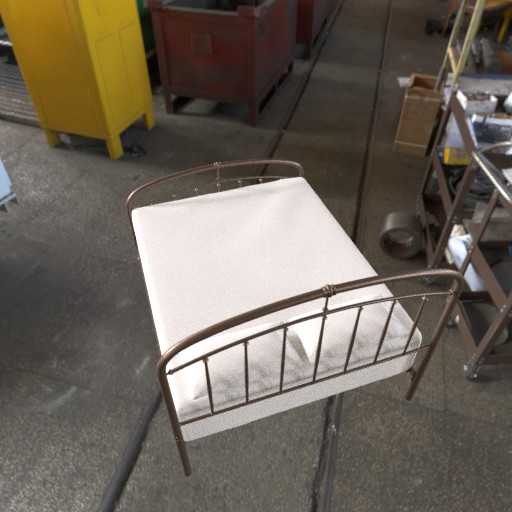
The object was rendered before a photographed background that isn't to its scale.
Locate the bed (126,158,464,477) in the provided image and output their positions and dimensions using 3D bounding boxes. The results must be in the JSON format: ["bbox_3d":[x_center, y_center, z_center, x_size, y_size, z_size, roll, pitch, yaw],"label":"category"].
[{"bbox_3d":[0.000,0.000,3.282,1.711,1.475,2.168,-13,45,-14],"label":"bed"}]
